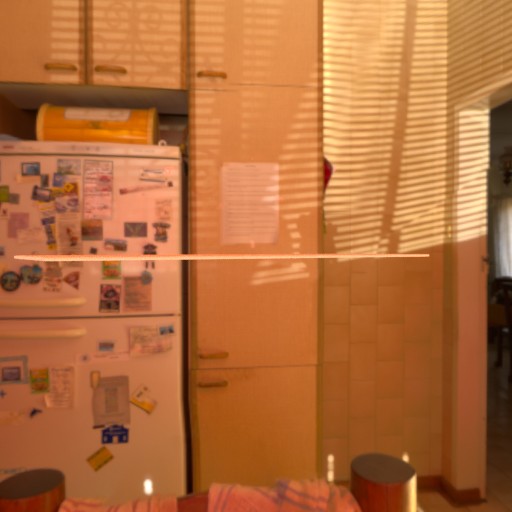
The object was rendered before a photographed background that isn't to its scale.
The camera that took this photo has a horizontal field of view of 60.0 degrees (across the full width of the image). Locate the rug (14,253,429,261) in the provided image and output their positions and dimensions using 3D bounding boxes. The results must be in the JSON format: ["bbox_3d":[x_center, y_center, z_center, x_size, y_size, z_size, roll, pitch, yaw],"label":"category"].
[{"bbox_3d":[0.000,0.000,2.444,2.276,0.014,0.678,0,1,-36],"label":"rug"}]
